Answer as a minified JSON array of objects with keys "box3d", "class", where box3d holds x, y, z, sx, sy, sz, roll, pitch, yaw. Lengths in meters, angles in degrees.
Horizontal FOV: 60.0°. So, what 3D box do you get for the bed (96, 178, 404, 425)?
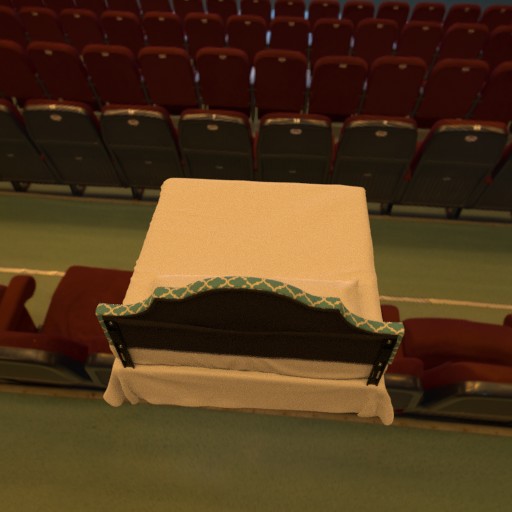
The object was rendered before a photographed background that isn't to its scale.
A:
[{"box3d":[0.000,0.000,3.761,2.314,1.601,2.222,3,47,3],"class":"bed"}]
